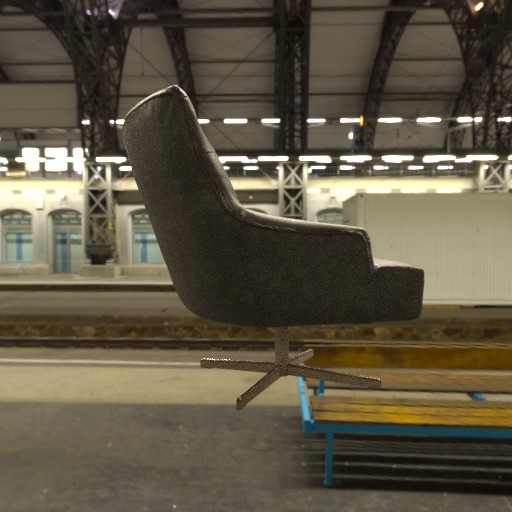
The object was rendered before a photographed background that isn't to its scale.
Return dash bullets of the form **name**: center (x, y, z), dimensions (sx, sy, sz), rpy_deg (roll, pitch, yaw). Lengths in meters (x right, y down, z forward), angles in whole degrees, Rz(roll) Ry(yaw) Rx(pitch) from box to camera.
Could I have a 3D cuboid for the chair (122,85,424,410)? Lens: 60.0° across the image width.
- **chair**: center (0.000, 0.000, 1.526), dimensions (0.874, 0.870, 0.738), rpy_deg (-1, 2, -19)
